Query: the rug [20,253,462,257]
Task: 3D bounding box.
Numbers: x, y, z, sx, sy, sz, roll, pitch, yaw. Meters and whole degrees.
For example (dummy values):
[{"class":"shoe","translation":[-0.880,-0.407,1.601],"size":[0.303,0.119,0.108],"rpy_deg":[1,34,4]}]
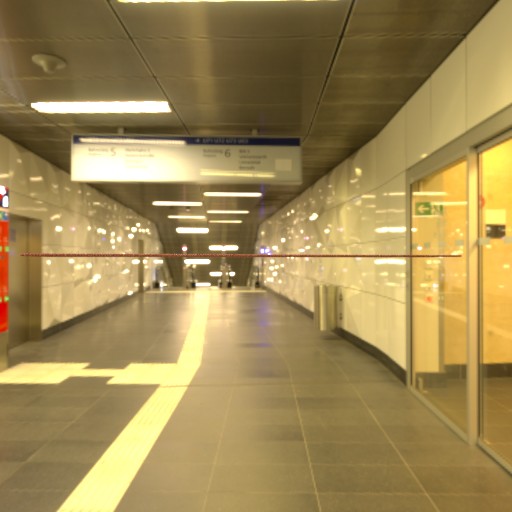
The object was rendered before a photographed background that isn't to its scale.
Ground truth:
[{"class":"rug","translation":[0.000,0.000,2.532],"size":[2.307,0.012,0.687],"rpy_deg":[0,0,-18]}]
